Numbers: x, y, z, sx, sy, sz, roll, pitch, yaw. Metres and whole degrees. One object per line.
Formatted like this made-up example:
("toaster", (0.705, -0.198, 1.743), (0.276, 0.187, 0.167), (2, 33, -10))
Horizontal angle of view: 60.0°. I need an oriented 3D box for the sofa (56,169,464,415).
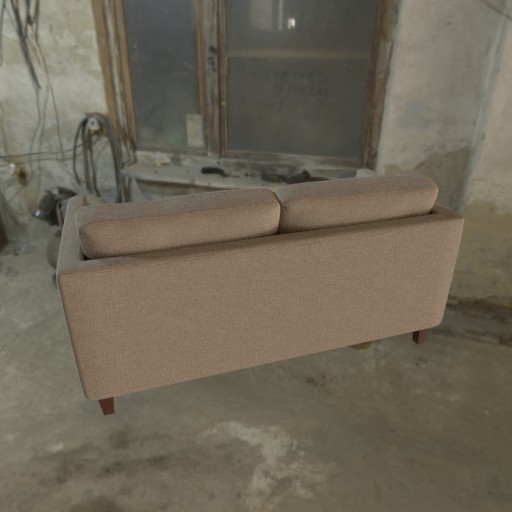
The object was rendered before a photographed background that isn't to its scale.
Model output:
("sofa", (0.000, 0.000, 2.415), (1.884, 0.947, 0.951), (-8, 28, -16))
